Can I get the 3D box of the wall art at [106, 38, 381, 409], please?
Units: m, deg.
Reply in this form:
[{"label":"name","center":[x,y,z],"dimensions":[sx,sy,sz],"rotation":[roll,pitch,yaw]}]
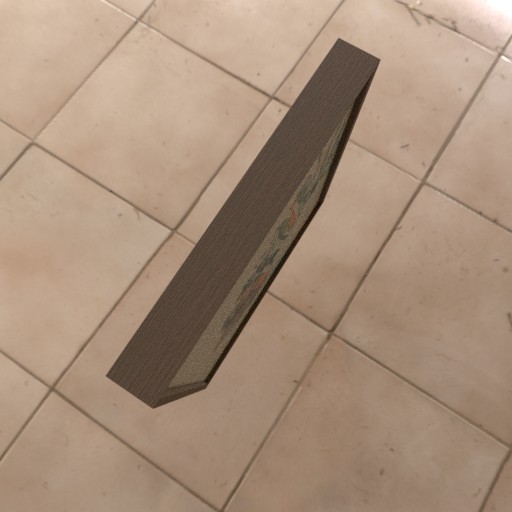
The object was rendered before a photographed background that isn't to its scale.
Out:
[{"label":"wall art","center":[0.000,0.000,0.462],"dimensions":[0.038,0.303,0.304],"rotation":[31,78,8]}]
